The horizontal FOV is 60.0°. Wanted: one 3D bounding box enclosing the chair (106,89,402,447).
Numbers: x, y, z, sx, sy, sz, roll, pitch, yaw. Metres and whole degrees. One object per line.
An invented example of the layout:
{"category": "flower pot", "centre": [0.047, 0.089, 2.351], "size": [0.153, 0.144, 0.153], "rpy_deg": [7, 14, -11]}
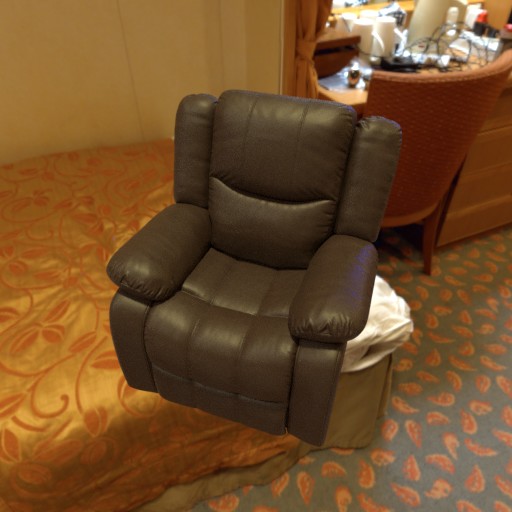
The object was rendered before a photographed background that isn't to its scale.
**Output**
{"category": "chair", "centre": [0.000, 0.000, 1.703], "size": [0.899, 1.009, 0.934], "rpy_deg": [12, 42, 14]}
